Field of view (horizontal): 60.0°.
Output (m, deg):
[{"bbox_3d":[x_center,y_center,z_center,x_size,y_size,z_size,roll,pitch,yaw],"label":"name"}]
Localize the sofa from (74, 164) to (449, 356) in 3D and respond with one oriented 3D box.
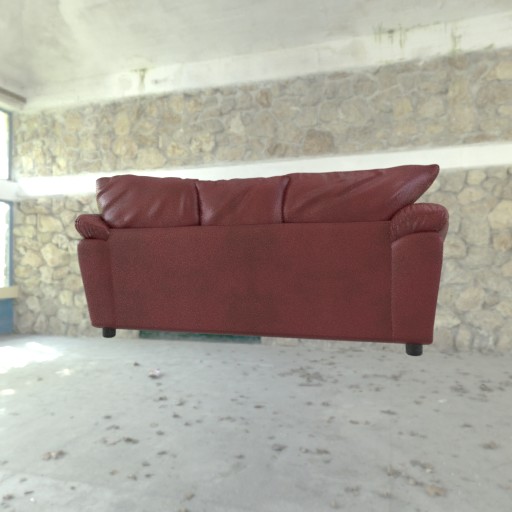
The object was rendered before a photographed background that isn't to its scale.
[{"bbox_3d":[0.000,0.000,2.952,2.390,1.091,0.907,0,-1,18],"label":"sofa"}]
